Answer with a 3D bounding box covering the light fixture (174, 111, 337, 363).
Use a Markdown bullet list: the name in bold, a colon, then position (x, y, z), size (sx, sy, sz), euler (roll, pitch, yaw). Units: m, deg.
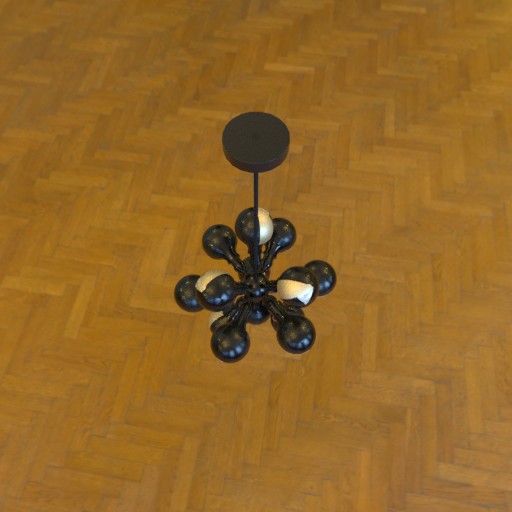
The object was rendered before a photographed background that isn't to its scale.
- **light fixture**: position (0.000, 0.000, 1.101), size (0.420, 0.859, 0.468), euler (-34, 68, -16)
